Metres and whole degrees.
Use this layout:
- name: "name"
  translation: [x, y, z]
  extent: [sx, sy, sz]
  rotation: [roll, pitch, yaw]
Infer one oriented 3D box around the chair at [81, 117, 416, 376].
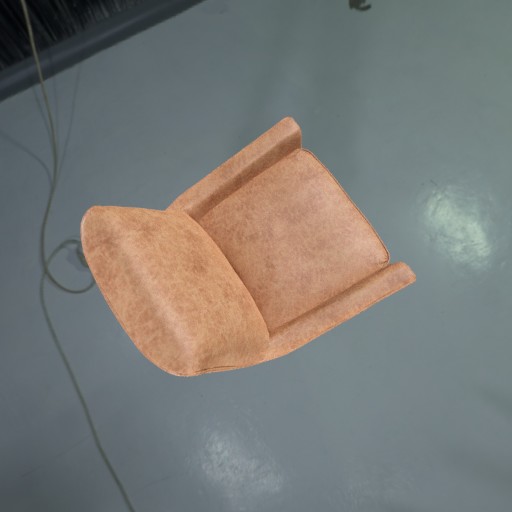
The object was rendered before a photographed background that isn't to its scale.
- name: "chair"
  translation: [0.000, 0.000, 1.533]
  extent: [0.851, 0.883, 0.753]
  rotation: [-33, 78, -8]
